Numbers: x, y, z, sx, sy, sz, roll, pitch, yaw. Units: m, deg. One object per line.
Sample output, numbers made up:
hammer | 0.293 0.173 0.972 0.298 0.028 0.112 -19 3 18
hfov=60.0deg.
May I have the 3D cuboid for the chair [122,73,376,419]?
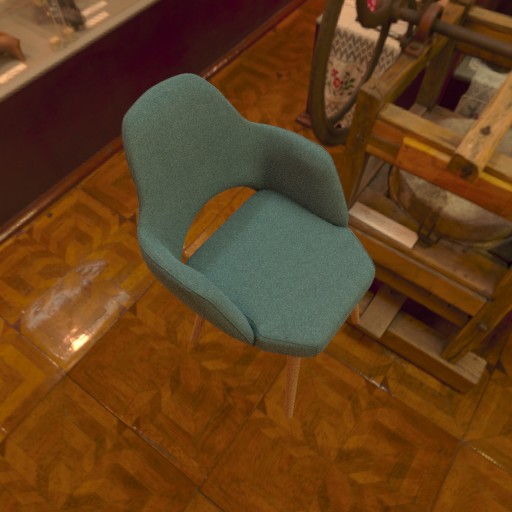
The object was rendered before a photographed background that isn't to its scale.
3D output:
chair | 0.000 0.000 1.357 0.666 0.920 0.589 34 64 19
